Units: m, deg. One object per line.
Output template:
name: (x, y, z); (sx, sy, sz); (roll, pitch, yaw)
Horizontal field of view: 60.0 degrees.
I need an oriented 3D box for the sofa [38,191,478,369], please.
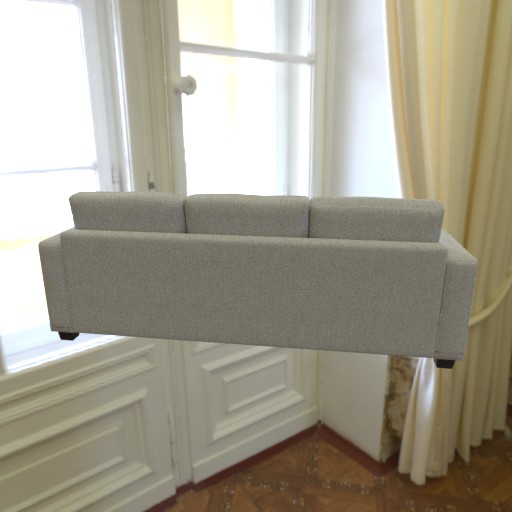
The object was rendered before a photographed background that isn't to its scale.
sofa: (0.000, 0.000, 2.549); (2.120, 0.800, 0.900); (2, 17, 8)
